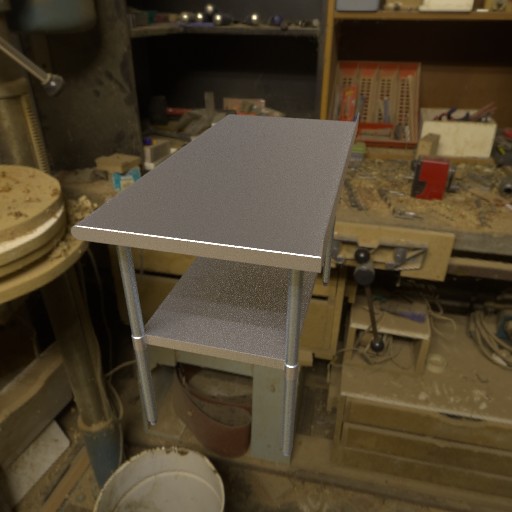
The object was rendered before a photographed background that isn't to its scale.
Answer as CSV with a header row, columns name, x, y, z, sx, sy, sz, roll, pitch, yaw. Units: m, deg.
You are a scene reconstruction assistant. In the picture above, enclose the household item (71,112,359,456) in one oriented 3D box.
name,x,y,z,sx,sy,sz,roll,pitch,yaw
household item,0.000,0.000,1.703,0.610,0.851,1.219,8,31,13
